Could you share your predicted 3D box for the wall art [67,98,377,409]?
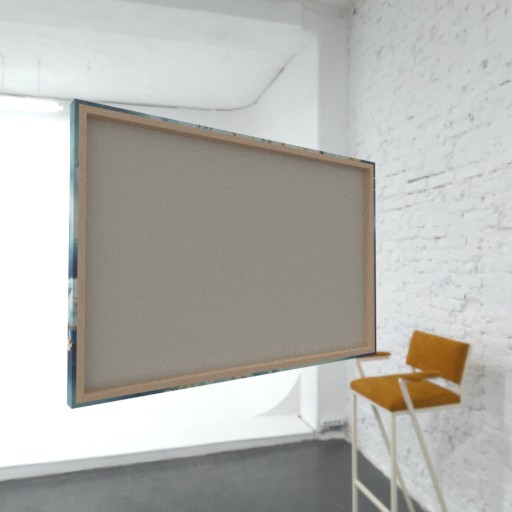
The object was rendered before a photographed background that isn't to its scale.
[{"bbox_3d":[0.000,0.000,1.150,0.912,0.608,0.038,1,-2,-36],"label":"wall art"}]
